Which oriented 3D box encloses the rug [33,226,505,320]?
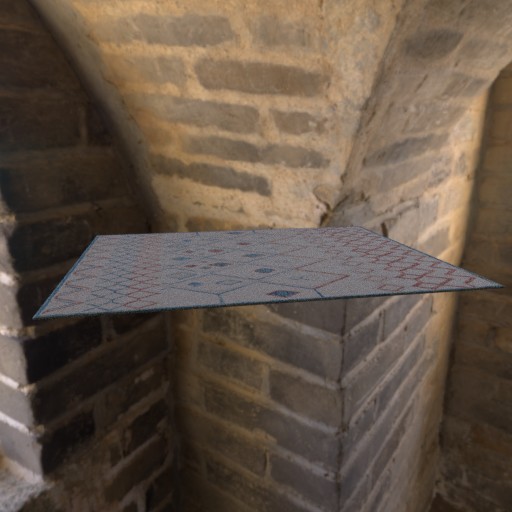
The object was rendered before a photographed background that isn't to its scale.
[{"bbox_3d":[0.000,0.000,3.947,3.050,0.016,2.441,-3,14,-11],"label":"rug"}]
